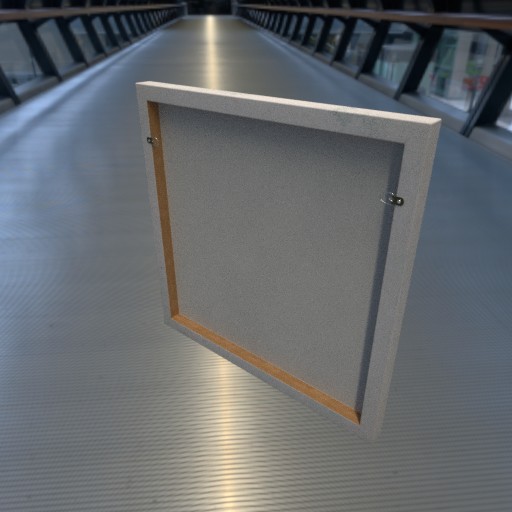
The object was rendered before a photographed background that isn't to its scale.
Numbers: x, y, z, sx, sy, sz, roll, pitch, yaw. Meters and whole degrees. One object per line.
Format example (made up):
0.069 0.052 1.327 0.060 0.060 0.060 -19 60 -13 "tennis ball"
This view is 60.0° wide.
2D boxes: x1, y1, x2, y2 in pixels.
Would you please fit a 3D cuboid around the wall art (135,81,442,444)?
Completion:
0.000 0.000 0.896 0.612 0.612 0.040 21 35 34 "wall art"
